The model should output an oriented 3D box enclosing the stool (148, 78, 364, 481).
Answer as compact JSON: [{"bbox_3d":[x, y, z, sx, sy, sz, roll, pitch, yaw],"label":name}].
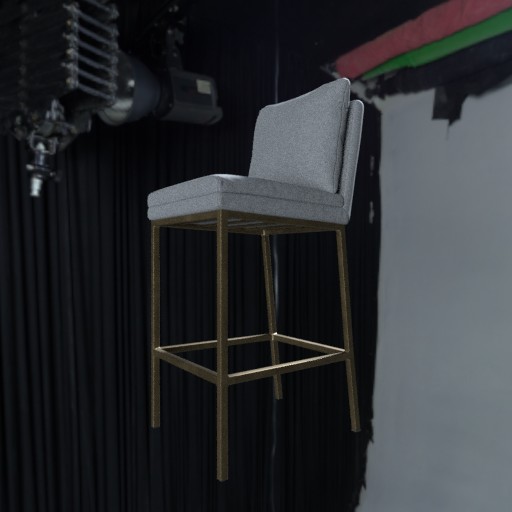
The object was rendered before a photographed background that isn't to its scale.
[{"bbox_3d":[0.000,0.000,1.446,0.569,1.130,0.463,0,0,-36],"label":"stool"}]
